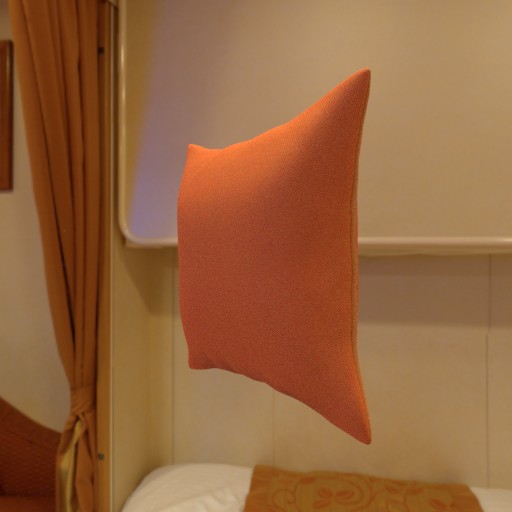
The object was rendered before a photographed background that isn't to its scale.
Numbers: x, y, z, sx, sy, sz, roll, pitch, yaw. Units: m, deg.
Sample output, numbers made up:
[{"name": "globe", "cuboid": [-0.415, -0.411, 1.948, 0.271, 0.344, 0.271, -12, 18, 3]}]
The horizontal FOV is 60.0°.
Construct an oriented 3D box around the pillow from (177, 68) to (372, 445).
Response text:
[{"name": "pillow", "cuboid": [0.000, 0.000, 0.701, 0.169, 0.444, 0.453, 0, 0, -36]}]
